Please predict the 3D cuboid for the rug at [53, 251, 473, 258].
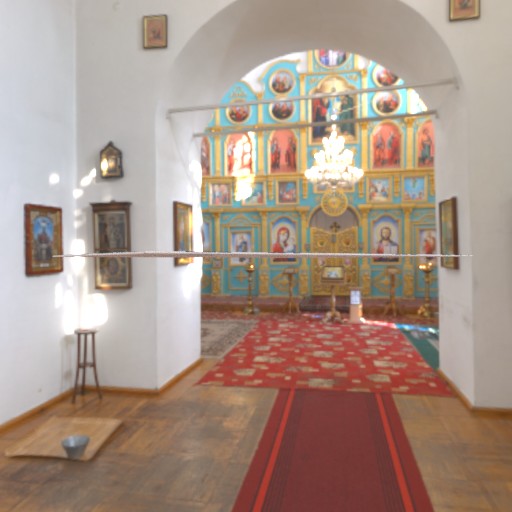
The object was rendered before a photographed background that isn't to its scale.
[{"bbox_3d":[0.000,0.000,4.060,3.040,0.014,2.423,0,-1,-35],"label":"rug"}]
